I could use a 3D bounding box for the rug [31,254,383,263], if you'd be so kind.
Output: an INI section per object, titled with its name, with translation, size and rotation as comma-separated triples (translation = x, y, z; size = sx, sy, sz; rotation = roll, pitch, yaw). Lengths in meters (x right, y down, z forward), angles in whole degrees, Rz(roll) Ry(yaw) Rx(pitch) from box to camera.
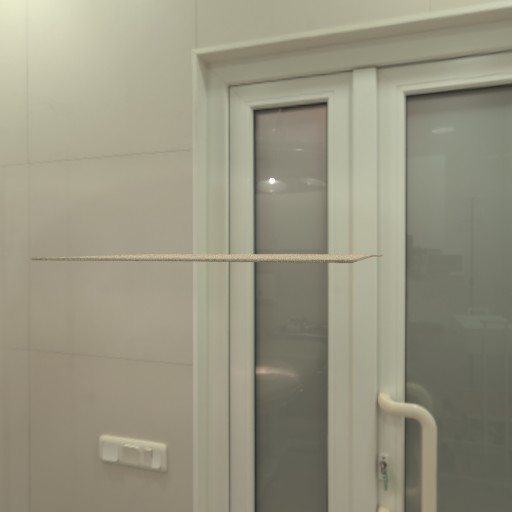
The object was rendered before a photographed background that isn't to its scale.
[rug]
translation = 0.000, 0.000, 3.048
size = 1.574, 0.029, 2.346
rotation = 0, 1, 19
